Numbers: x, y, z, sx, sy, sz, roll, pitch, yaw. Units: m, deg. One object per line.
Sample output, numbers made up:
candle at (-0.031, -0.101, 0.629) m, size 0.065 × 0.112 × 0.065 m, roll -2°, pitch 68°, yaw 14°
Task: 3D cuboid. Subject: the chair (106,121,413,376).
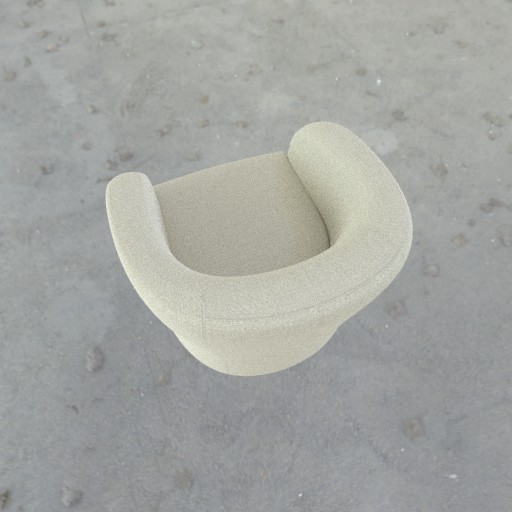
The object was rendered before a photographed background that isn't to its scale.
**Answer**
chair at (0.000, 0.000, 1.461) m, size 0.791 × 0.771 × 0.815 m, roll -18°, pitch 60°, yaw -11°
